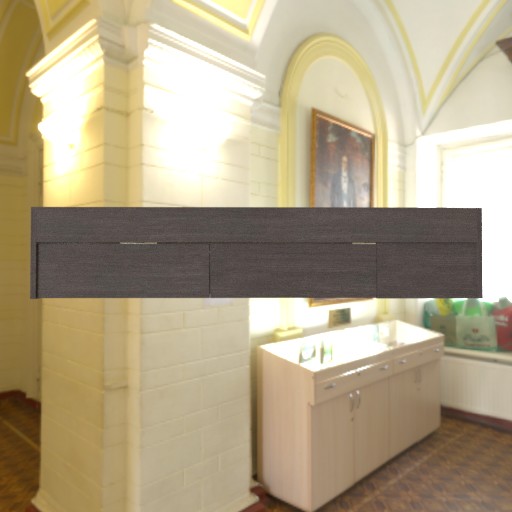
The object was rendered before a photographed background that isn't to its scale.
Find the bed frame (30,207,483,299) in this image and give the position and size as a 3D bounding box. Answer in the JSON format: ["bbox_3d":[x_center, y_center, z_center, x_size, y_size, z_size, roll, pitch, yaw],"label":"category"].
[{"bbox_3d":[0.000,0.000,2.629,1.944,0.459,1.448,0,-1,-1],"label":"bed frame"}]
